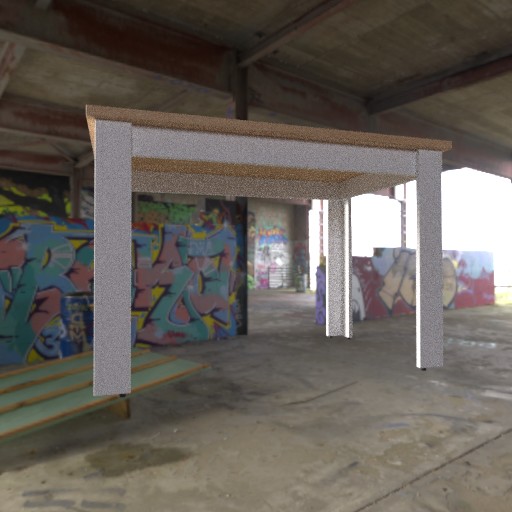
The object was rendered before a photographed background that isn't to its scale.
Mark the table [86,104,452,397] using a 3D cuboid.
[{"bbox_3d":[0.000,0.000,1.586,1.100,0.734,0.700,0,-1,-18],"label":"table"}]
